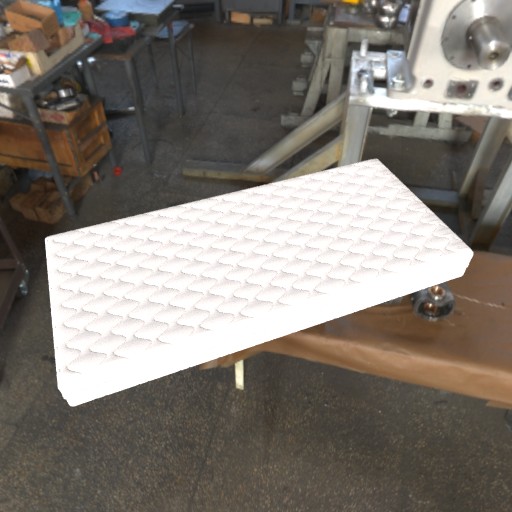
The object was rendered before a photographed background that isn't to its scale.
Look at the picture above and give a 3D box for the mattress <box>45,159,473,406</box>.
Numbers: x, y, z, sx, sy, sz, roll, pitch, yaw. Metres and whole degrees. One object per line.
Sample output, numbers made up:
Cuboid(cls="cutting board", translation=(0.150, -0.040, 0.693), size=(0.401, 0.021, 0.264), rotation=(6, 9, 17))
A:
Cuboid(cls="mattress", translation=(0.000, 0.000, 2.302), size=(2.000, 0.200, 0.900), rotation=(-16, 48, -15))
